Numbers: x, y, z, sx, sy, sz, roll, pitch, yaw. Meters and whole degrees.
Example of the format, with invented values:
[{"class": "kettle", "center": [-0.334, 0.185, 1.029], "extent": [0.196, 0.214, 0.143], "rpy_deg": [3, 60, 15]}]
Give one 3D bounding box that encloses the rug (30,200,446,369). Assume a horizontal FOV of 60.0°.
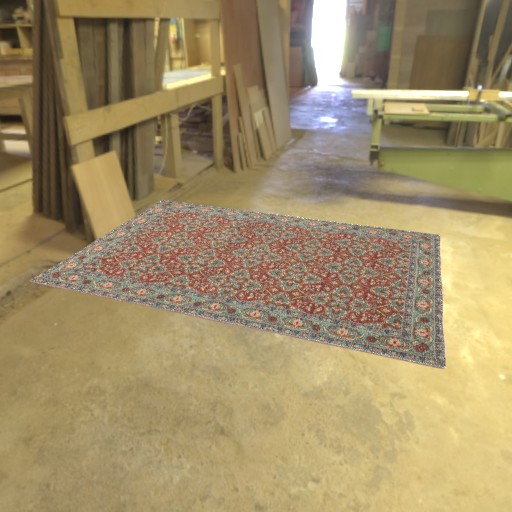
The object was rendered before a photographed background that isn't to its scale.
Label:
[{"class": "rug", "center": [0.000, 0.000, 2.318], "extent": [1.829, 0.009, 1.219], "rpy_deg": [9, 28, 17]}]
